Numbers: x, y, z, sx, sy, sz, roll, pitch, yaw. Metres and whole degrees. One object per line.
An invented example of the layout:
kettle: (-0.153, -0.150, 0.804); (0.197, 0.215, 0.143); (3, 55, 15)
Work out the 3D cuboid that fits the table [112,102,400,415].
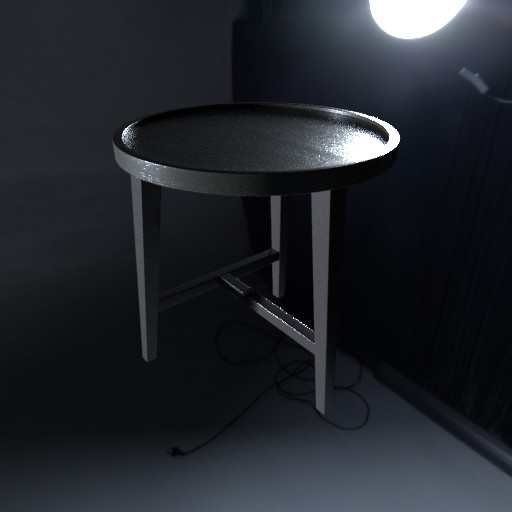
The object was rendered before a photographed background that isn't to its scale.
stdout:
table: (0.000, 0.000, 0.931); (0.500, 0.531, 0.500); (0, 29, 0)
